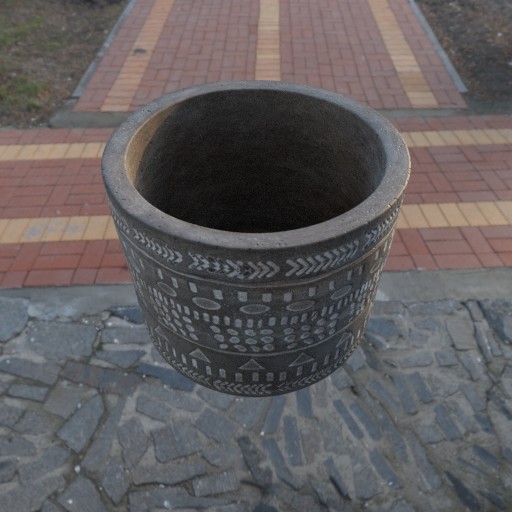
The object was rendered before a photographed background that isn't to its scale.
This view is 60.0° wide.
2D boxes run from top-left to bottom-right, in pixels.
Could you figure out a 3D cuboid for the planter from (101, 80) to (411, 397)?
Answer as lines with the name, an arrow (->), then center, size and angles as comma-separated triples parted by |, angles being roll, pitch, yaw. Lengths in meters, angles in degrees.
planter -> 0.000, 0.000, 0.222 | 0.122, 0.128, 0.122 | 0, 45, 0
